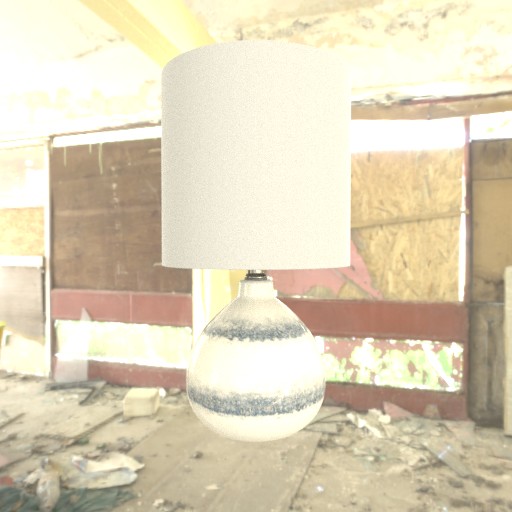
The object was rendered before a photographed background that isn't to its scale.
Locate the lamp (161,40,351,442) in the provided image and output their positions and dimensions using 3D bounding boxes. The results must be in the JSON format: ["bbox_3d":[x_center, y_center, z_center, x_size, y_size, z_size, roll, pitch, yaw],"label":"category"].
[{"bbox_3d":[0.000,0.000,0.521,0.216,0.404,0.216,1,2,37],"label":"lamp"}]
